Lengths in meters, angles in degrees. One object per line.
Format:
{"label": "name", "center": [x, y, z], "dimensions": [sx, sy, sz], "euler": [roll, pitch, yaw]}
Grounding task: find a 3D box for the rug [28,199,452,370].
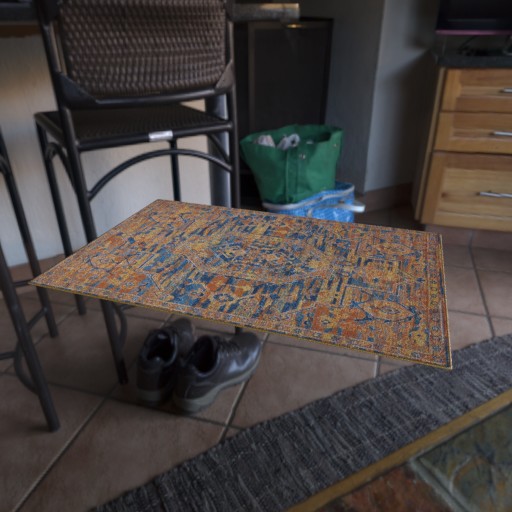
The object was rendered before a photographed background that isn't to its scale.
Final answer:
{"label": "rug", "center": [0.000, 0.000, 2.200], "dimensions": [1.758, 0.013, 1.148], "euler": [9, 28, 17]}
